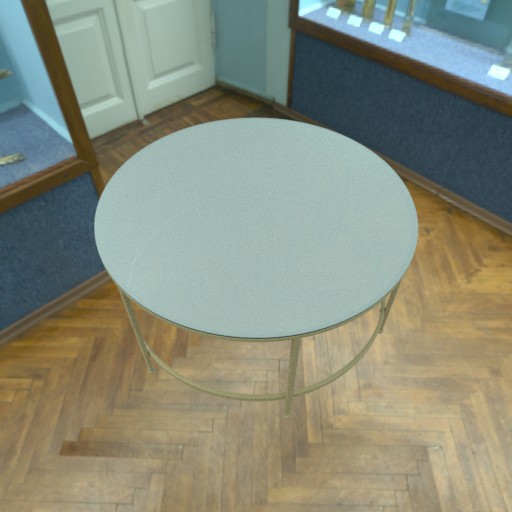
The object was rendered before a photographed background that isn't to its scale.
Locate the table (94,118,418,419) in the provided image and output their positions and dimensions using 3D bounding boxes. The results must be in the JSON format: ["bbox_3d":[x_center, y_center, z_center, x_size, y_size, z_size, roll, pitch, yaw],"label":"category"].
[{"bbox_3d":[0.000,0.000,1.457,0.914,0.470,0.914,0,48,0],"label":"table"}]
